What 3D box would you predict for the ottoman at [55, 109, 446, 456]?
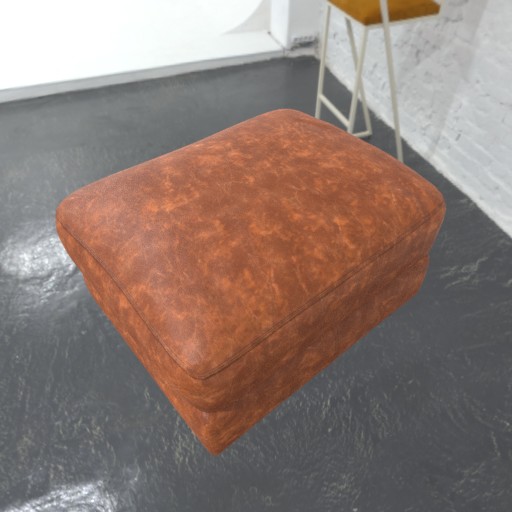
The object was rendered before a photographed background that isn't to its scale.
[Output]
[{"bbox_3d":[0.000,0.000,1.227,0.832,0.562,0.657,-31,53,-27],"label":"ottoman"}]
